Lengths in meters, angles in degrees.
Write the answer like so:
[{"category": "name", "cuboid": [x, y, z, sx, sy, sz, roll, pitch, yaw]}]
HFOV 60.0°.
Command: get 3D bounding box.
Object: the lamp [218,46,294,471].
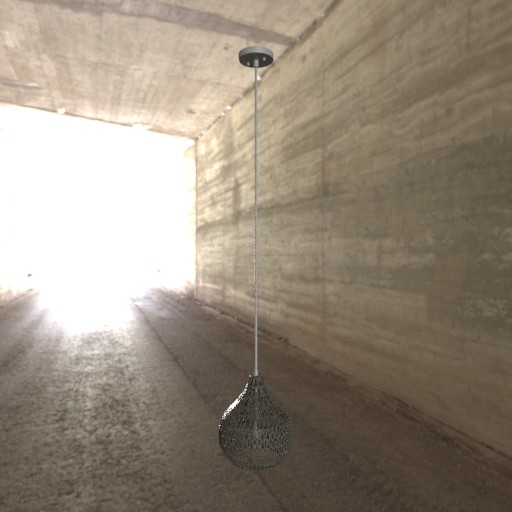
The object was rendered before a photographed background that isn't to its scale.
[{"category": "lamp", "cuboid": [0.000, 0.000, 2.104, 0.355, 1.919, 0.355, 0, 0, 34]}]
